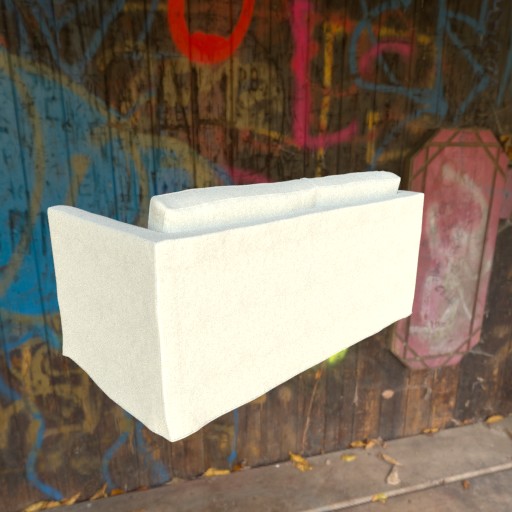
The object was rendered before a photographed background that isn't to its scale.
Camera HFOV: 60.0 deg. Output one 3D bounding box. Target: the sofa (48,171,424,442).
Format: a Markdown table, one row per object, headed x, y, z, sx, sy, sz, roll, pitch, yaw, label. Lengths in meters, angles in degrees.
| x | y | z | sx | sy | sz | roll | pitch | yaw | label |
| --- | --- | --- | --- | --- | --- | --- | --- | --- | --- |
| 0.000 | 0.000 | 2.273 | 1.727 | 0.830 | 0.944 | -14 | 21 | -41 | sofa |
